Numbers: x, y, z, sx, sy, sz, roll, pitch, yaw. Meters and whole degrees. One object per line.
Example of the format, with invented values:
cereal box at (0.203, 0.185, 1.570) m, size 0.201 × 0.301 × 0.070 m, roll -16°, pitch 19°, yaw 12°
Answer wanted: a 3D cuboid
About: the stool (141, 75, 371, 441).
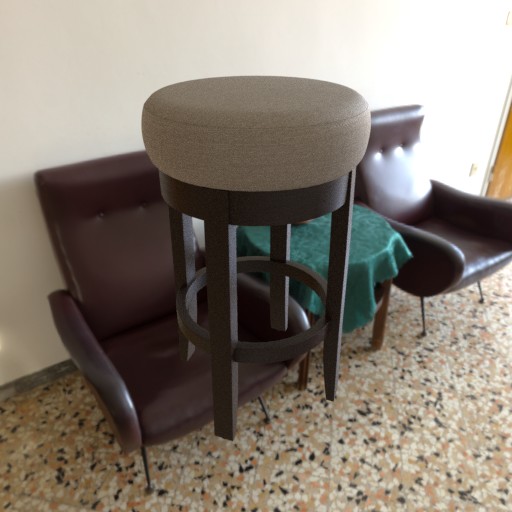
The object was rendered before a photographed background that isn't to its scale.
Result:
stool at (0.000, 0.000, 1.031) m, size 0.443 × 0.757 × 0.443 m, roll 0°, pitch 30°, yaw 0°
